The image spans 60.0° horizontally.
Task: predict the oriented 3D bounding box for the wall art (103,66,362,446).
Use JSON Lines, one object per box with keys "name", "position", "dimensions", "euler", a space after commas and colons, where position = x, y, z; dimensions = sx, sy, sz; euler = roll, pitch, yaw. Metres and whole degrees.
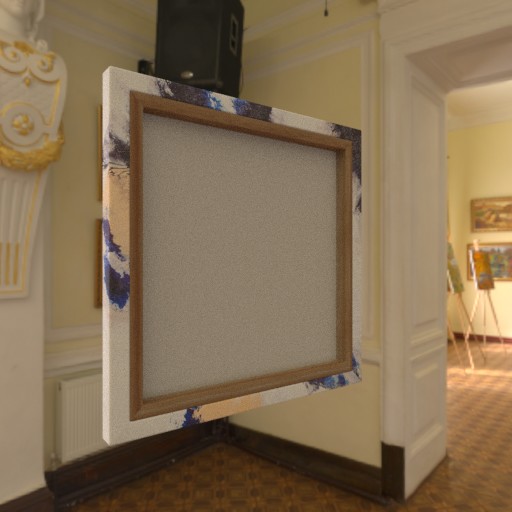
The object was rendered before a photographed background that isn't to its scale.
{"name": "wall art", "position": [0.000, 0.000, 0.903], "dimensions": [0.609, 0.609, 0.039], "euler": [0, 0, -37]}
